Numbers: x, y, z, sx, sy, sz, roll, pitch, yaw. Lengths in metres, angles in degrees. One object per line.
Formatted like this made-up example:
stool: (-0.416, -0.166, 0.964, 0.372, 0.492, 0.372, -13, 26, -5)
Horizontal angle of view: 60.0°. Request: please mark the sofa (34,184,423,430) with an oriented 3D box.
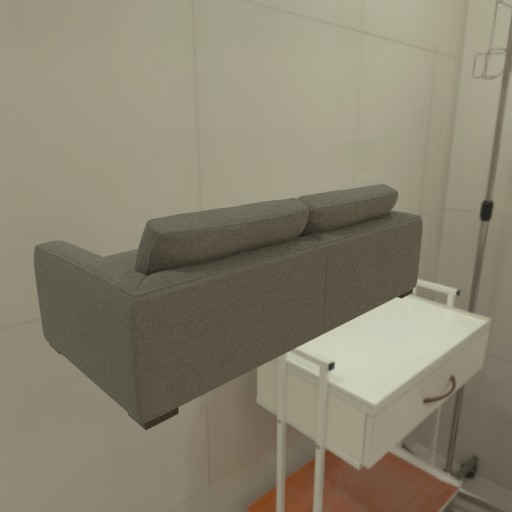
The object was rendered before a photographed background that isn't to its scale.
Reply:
sofa: (0.000, 0.000, 2.717, 2.262, 0.801, 1.070, -15, 22, -42)
